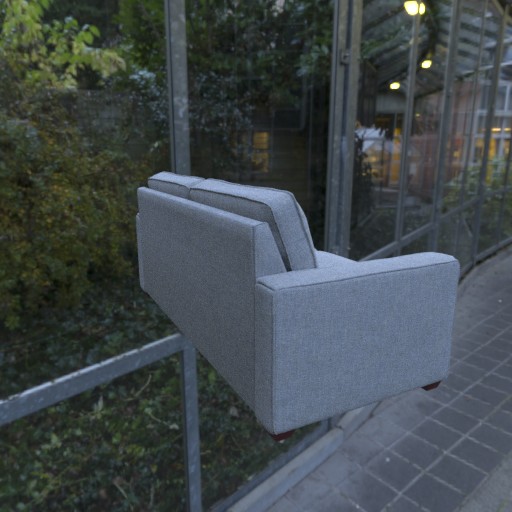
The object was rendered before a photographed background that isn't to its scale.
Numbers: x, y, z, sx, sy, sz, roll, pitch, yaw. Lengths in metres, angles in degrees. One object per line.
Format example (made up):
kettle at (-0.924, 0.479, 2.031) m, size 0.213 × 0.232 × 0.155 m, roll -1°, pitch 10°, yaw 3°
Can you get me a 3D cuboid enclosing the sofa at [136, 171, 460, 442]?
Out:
sofa at (0.000, 0.000, 2.596) m, size 0.945 × 0.918 × 2.078 m, roll -7°, pitch 15°, yaw -27°
